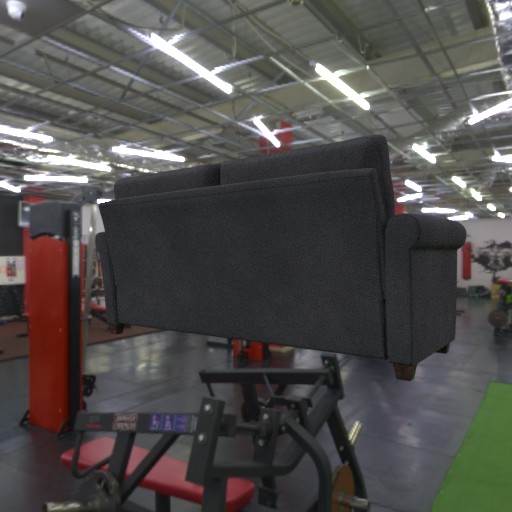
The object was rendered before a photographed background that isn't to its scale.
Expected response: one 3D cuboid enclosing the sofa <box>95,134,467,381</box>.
[{"bbox_3d":[0.000,0.000,2.390,1.935,0.942,0.842,0,-1,36],"label":"sofa"}]
